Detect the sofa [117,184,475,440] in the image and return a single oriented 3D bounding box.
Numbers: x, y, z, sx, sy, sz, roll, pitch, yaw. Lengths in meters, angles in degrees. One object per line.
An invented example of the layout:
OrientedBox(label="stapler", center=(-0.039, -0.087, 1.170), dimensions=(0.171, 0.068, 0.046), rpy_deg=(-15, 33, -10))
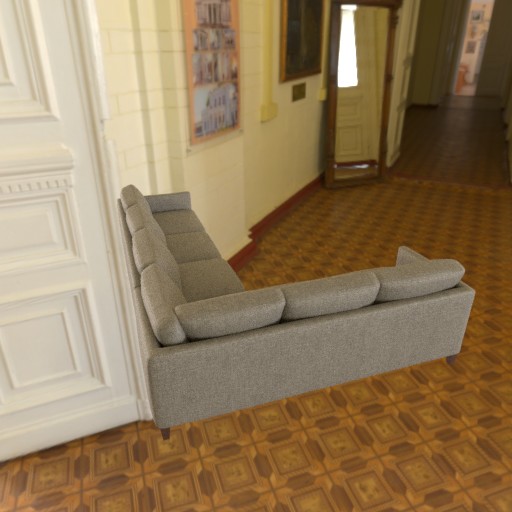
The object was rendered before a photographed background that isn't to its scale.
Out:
OrientedBox(label="sofa", center=(0.000, 0.000, 4.594), dimensions=(2.593, 0.947, 3.302), rpy_deg=(-9, 28, -17))
